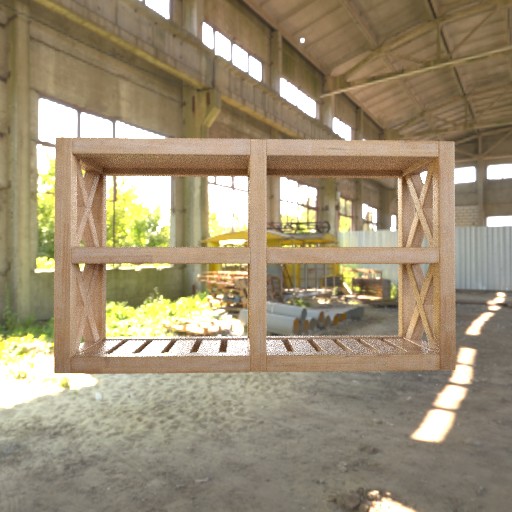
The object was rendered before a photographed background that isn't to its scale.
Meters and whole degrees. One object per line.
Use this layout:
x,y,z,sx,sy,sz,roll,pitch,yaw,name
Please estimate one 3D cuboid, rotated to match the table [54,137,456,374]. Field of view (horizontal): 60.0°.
0.000,0.000,1.634,1.320,0.762,0.381,0,-1,-2,table
